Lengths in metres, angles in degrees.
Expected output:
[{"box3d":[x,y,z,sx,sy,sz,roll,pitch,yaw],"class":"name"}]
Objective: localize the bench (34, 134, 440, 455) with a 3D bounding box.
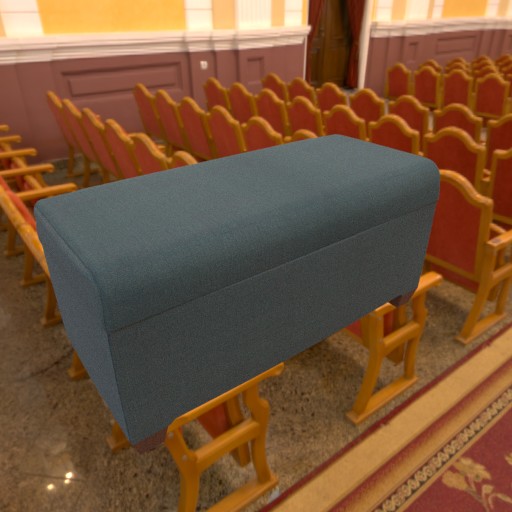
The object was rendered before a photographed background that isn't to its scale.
[{"box3d":[0.000,0.000,1.221,0.995,0.474,0.476,-21,36,-31],"class":"bench"}]
